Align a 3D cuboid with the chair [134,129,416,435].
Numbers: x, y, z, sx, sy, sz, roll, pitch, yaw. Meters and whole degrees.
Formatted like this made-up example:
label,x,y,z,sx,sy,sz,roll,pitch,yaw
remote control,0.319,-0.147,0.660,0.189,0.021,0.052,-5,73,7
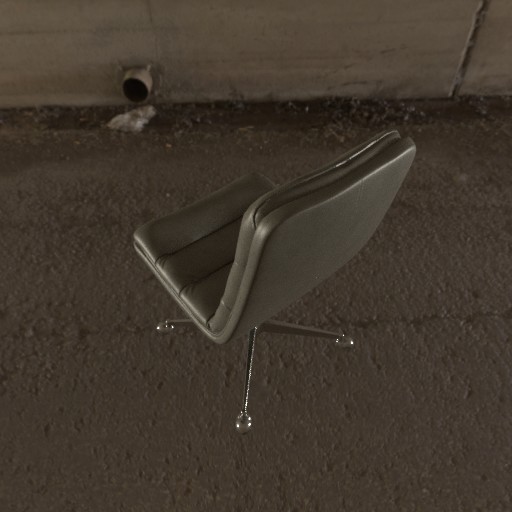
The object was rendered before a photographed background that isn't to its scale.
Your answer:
label,x,y,z,sx,sy,sz,roll,pitch,yaw
chair,0.000,0.000,1.035,0.422,0.738,0.485,-32,54,-26
